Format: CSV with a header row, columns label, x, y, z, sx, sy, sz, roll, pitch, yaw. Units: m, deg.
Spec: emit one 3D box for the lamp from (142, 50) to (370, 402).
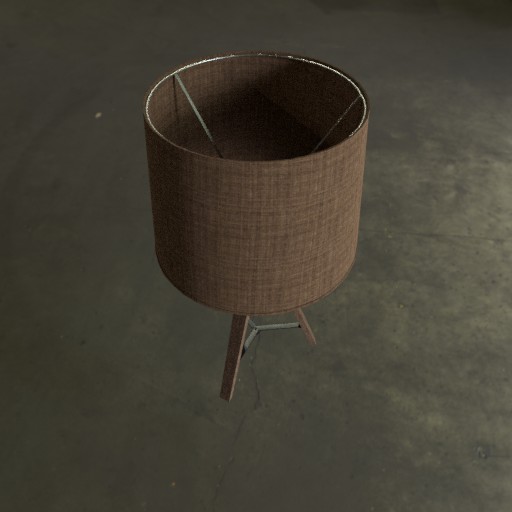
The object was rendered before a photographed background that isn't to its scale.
label,x,y,z,sx,sy,sz,roll,pitch,yaw
lamp,0.000,0.000,0.677,0.290,0.514,0.290,0,47,0
